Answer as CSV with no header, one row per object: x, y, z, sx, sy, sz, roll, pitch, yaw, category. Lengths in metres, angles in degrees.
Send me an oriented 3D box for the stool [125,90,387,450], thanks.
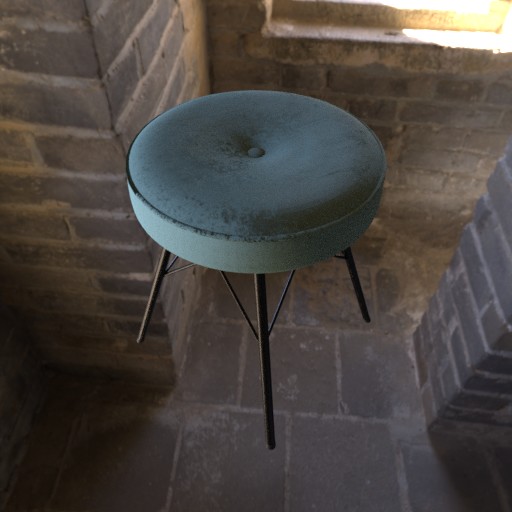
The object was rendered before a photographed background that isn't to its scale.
0.000,0.000,0.875,0.457,0.519,0.458,-34,55,-28,stool
